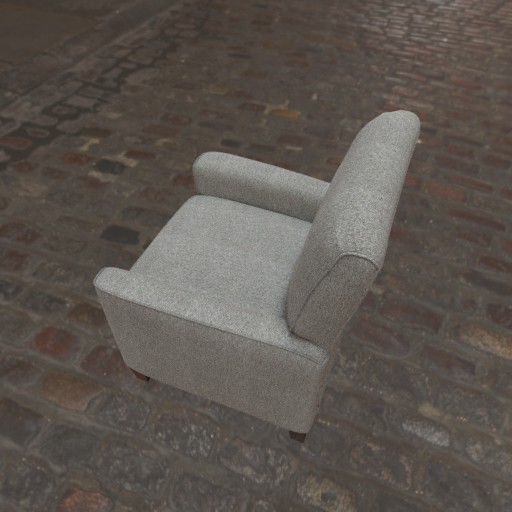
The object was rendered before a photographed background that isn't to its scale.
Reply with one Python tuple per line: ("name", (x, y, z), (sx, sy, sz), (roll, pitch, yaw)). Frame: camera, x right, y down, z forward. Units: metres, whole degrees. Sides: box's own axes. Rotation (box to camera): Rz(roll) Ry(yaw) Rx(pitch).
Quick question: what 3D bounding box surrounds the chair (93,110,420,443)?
("chair", (0.000, 0.000, 1.606), (0.858, 1.028, 0.841), (16, 48, 15))
